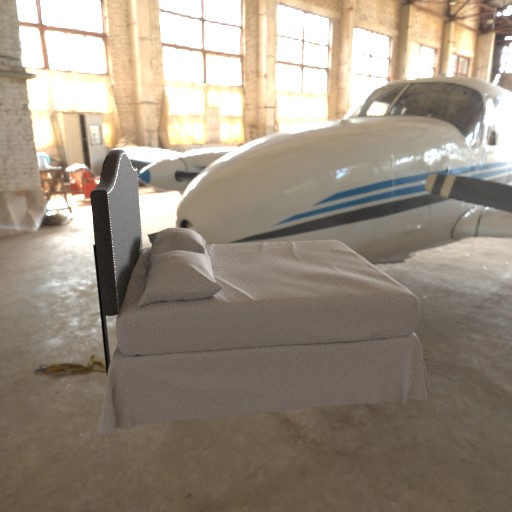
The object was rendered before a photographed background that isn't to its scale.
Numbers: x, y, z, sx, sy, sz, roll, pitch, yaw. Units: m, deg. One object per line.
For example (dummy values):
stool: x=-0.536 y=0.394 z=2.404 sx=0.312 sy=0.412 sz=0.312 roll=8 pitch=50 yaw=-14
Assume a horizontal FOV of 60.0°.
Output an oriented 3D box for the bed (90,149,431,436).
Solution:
bed: x=0.000 y=0.000 z=3.484 sx=2.221 sy=1.645 sz=1.876 roll=-2 pitch=16 yaw=-8
